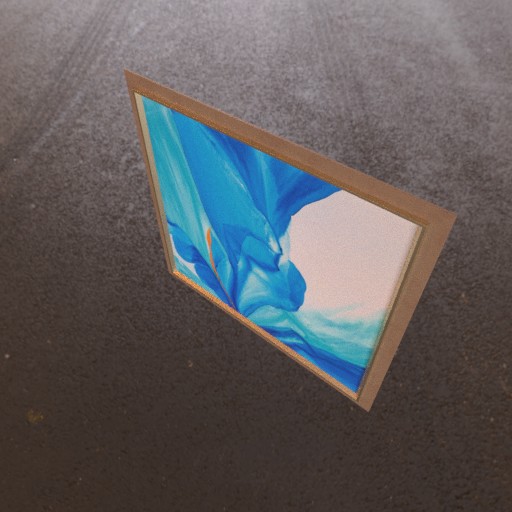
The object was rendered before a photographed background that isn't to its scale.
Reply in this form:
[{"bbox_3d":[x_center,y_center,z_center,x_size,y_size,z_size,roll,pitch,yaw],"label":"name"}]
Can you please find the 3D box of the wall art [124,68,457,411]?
[{"bbox_3d":[0.000,0.000,1.648,1.168,1.067,0.025,31,55,25],"label":"wall art"}]
